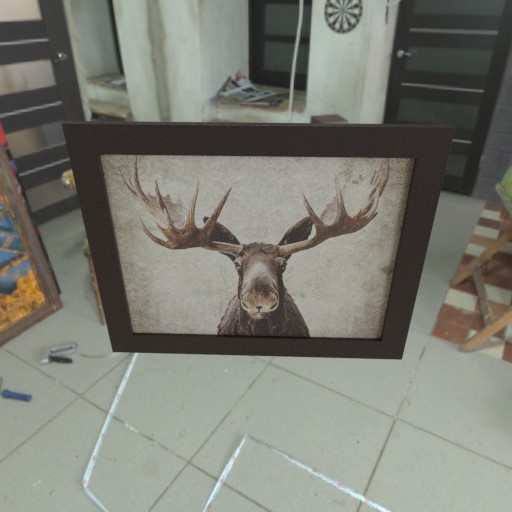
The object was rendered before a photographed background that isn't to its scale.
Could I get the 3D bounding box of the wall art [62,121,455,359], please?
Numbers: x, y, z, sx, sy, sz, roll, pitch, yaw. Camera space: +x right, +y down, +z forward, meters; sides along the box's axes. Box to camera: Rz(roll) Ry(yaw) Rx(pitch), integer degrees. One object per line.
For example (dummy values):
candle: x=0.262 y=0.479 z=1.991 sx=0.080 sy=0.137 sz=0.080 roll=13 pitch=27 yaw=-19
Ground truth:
wall art: x=0.000 y=0.000 z=1.616 sx=1.207 sy=0.952 sz=0.034 roll=1 pitch=31 yaw=2
